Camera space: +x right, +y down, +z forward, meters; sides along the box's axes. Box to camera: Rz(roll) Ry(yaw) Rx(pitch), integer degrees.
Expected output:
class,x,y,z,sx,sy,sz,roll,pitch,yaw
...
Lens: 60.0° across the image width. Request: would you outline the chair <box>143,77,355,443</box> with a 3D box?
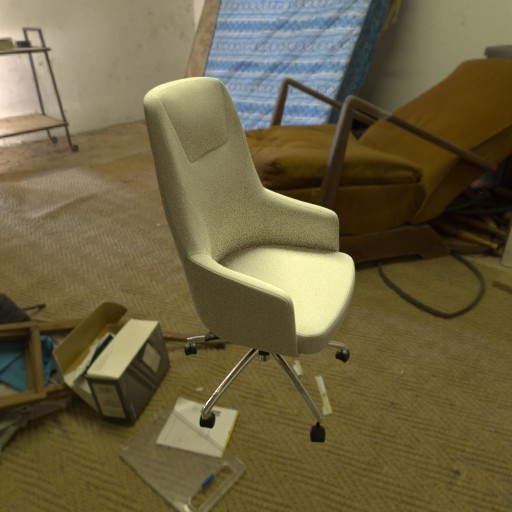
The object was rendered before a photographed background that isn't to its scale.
class,x,y,z,sx,sy,sz,roll,pitch,yaw
chair,0.000,0.000,1.454,0.640,1.049,0.620,11,31,18
